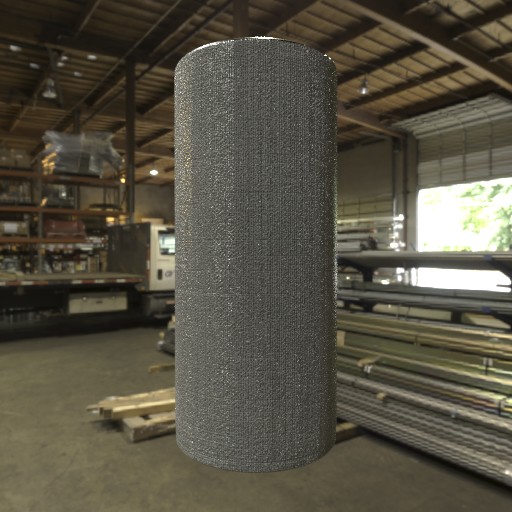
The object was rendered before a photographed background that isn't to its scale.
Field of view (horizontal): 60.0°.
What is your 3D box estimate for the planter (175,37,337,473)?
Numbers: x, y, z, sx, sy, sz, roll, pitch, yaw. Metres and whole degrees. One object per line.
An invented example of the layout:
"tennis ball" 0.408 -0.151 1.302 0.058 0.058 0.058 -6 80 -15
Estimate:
"planter" 0.000 0.000 0.126 0.045 0.103 0.045 0 1 -37
